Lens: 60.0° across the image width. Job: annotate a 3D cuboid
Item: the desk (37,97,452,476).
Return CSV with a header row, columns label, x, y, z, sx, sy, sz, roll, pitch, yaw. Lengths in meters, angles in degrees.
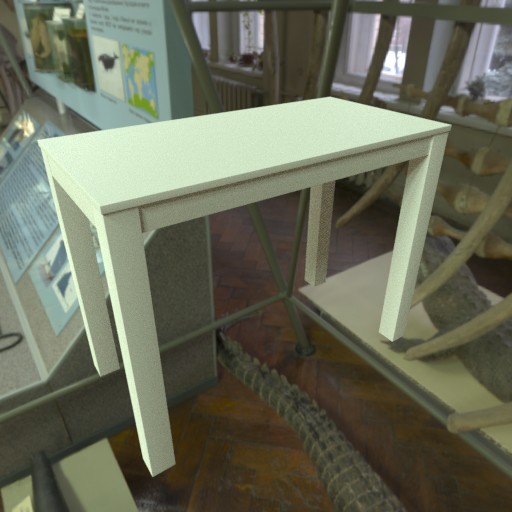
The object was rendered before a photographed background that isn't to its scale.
label,x,y,z,sx,sy,sz,roll,pitch,yaw
desk,0.000,0.000,1.369,0.990,0.762,0.497,-19,35,-29
